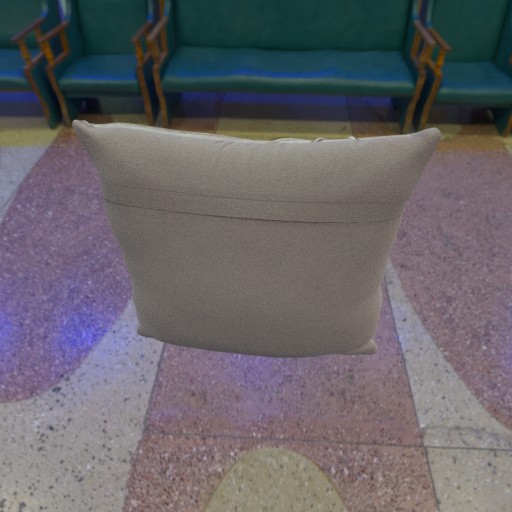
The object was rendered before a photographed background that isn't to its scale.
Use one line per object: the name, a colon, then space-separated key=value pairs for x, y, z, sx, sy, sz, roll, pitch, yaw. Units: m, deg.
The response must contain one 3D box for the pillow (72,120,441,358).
pillow: x=0.000 y=0.000 z=0.664 sx=0.439 sy=0.440 sz=0.185 roll=3 pitch=45 yaw=3
